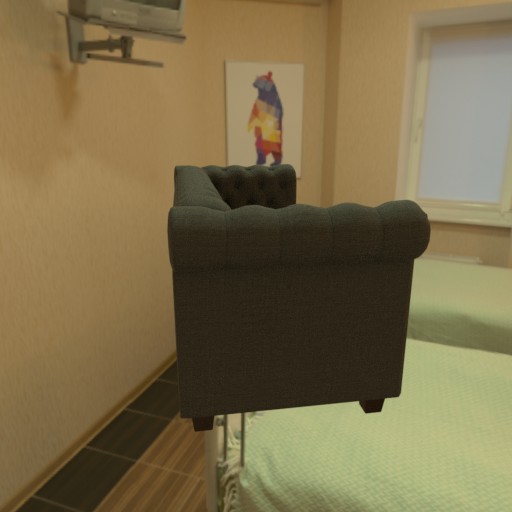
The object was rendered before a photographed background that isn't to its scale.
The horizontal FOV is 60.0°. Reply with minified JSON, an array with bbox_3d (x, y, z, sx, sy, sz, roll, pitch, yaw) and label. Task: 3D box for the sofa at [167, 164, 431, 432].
[{"bbox_3d":[0.000,0.000,2.181,0.783,0.797,1.798,-3,16,-9],"label":"sofa"}]
